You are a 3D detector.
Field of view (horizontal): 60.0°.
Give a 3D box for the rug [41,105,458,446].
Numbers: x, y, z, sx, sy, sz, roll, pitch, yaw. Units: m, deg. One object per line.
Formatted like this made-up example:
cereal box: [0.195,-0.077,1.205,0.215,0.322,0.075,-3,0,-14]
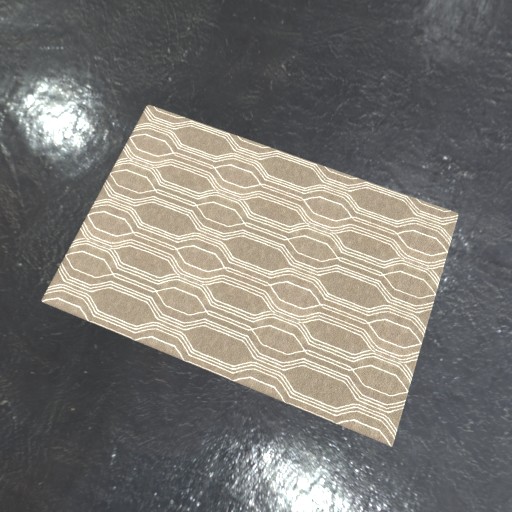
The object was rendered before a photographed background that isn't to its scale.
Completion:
rug: [0.000,0.000,2.295,1.836,0.012,1.239,21,74,6]
